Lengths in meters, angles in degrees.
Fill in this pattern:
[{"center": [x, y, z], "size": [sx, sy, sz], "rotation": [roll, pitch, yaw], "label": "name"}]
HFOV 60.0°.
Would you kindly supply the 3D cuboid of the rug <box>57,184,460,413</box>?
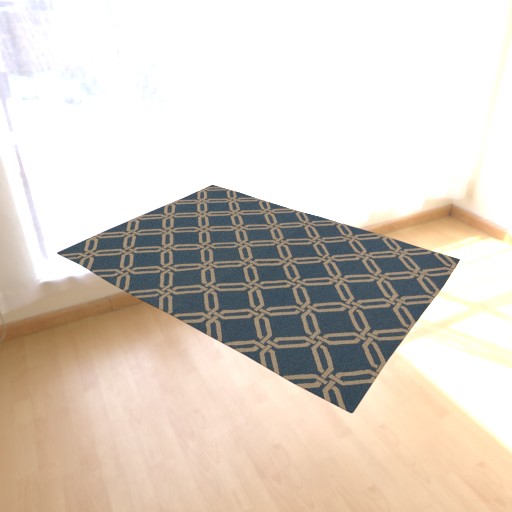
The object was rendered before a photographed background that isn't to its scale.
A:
[{"center": [0.000, 0.000, 2.845], "size": [2.135, 0.013, 1.524], "rotation": [21, 37, 31], "label": "rug"}]
